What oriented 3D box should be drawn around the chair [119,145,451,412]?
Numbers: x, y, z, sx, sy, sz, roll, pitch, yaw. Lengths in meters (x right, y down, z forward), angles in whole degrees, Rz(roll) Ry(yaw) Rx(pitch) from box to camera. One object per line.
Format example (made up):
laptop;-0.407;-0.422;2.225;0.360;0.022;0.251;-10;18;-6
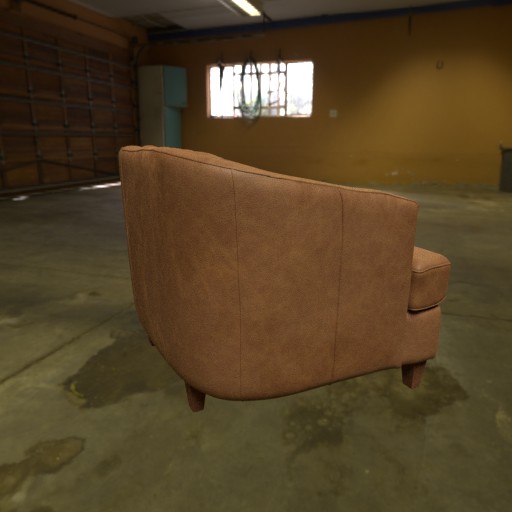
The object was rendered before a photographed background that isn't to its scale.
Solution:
chair;0.000;0.000;1.728;0.911;0.836;1.119;-7;16;-26
